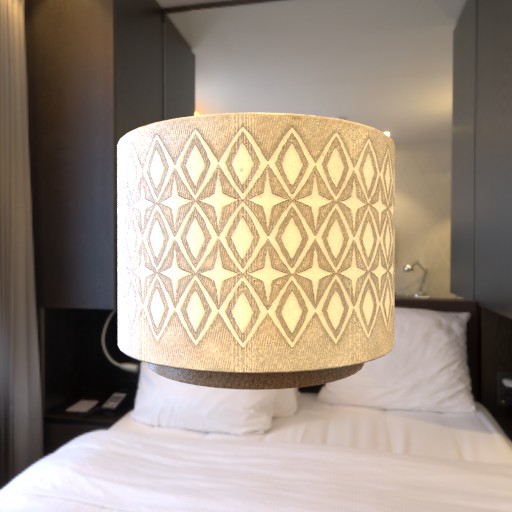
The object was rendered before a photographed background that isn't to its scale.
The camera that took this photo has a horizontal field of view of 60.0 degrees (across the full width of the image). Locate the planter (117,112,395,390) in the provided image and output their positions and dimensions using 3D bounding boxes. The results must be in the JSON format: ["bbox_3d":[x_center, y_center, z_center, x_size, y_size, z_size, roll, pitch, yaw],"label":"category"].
[{"bbox_3d":[0.000,0.000,0.312,0.186,0.144,0.186,0,1,0],"label":"planter"}]
